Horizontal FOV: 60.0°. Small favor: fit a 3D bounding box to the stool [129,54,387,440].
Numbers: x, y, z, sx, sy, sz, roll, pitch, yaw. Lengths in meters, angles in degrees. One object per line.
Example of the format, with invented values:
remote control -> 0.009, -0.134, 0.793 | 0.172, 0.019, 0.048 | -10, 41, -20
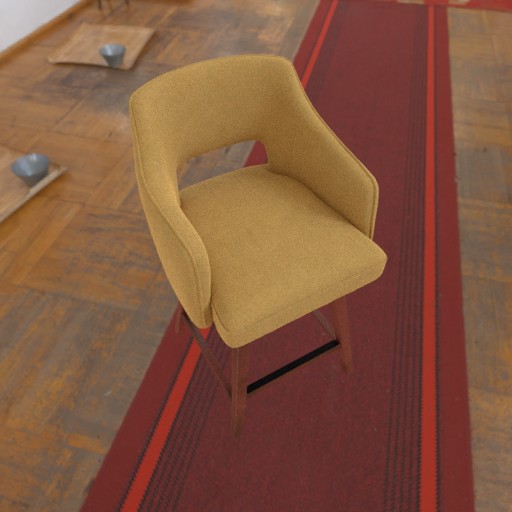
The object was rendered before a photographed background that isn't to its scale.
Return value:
stool -> 0.000, 0.000, 1.276 | 0.548, 0.924, 0.558 | -23, 51, -20
